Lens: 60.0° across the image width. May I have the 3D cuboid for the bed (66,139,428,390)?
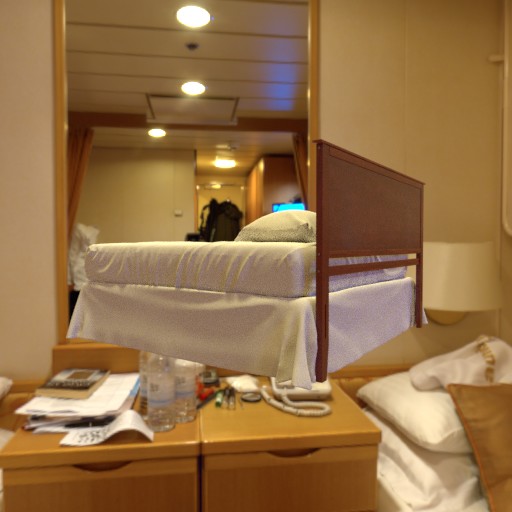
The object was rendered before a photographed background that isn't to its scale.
[{"bbox_3d":[0.000,0.000,3.710,2.219,1.271,2.314,1,2,35],"label":"bed"}]
